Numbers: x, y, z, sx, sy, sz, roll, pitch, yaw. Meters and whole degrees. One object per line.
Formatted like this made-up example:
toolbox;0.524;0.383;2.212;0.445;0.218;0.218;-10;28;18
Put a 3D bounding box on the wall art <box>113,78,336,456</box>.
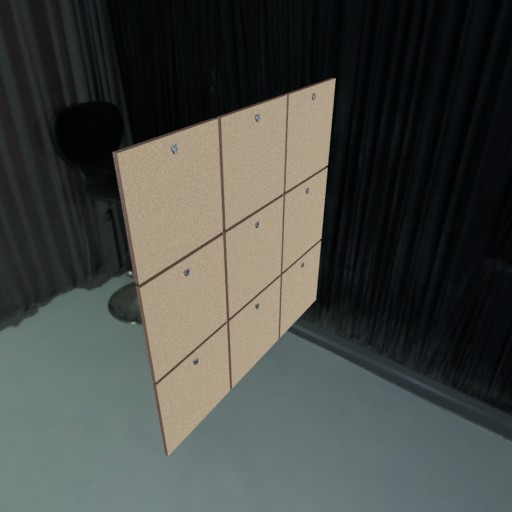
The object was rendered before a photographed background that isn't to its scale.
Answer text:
wall art;0.000;0.000;1.367;0.018;0.904;0.906;20;37;29
